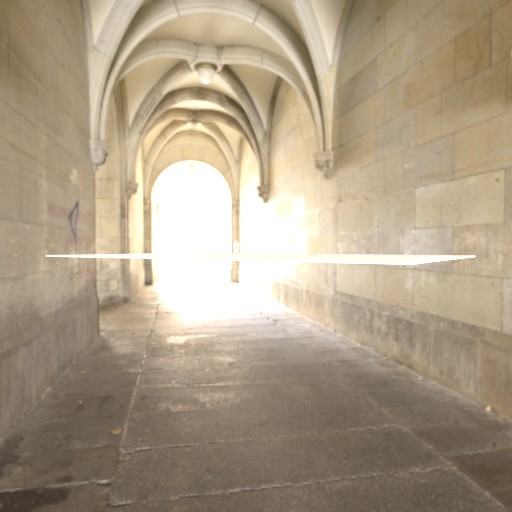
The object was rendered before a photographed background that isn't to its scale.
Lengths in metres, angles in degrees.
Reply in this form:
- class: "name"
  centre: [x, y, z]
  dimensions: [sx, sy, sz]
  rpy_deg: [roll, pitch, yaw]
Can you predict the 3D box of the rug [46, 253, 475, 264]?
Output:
- class: "rug"
  centre: [0.000, 0.000, 2.963]
  dimensions: [2.440, 0.008, 1.524]
  rpy_deg: [1, 1, 35]
